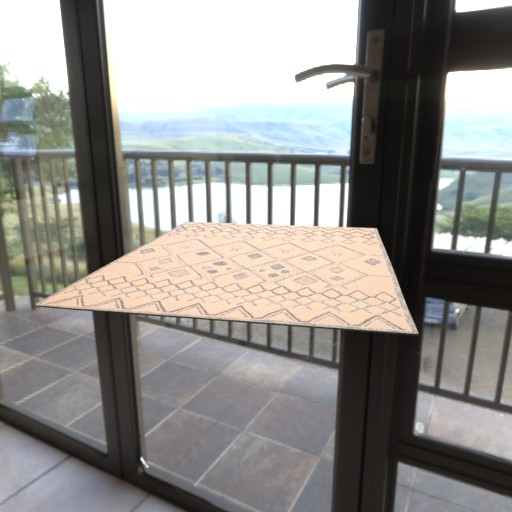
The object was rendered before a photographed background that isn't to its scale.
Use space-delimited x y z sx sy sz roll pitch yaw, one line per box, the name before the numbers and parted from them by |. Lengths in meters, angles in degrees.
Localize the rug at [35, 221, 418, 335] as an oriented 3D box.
rug | 0.000 0.000 4.174 2.441 0.013 3.056 3 15 10
